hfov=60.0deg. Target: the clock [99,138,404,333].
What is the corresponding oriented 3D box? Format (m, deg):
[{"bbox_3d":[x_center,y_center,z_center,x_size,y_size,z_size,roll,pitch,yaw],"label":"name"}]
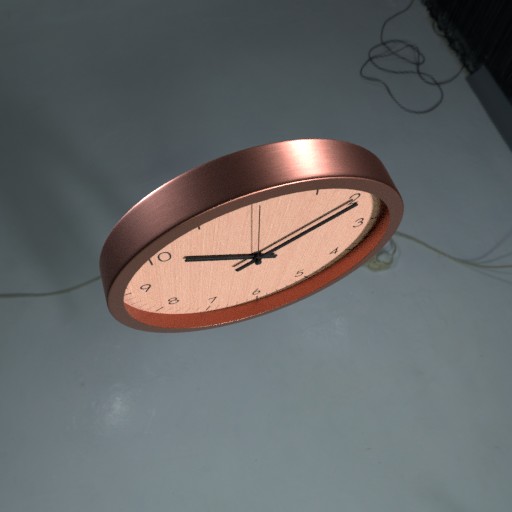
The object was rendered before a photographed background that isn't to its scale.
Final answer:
[{"bbox_3d":[0.000,0.000,0.472,0.313,0.313,0.040,-17,66,-8],"label":"clock"}]
